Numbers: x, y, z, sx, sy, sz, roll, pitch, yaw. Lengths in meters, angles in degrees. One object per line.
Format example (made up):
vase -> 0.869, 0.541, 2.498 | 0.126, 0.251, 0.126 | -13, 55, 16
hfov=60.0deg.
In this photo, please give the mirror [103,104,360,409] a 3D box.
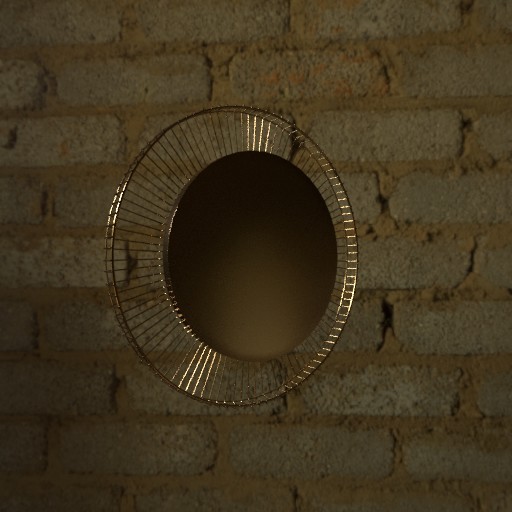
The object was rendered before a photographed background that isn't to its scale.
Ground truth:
mirror -> 0.000, 0.000, 1.057 | 0.703, 0.703, 0.067 | 1, -1, -36
